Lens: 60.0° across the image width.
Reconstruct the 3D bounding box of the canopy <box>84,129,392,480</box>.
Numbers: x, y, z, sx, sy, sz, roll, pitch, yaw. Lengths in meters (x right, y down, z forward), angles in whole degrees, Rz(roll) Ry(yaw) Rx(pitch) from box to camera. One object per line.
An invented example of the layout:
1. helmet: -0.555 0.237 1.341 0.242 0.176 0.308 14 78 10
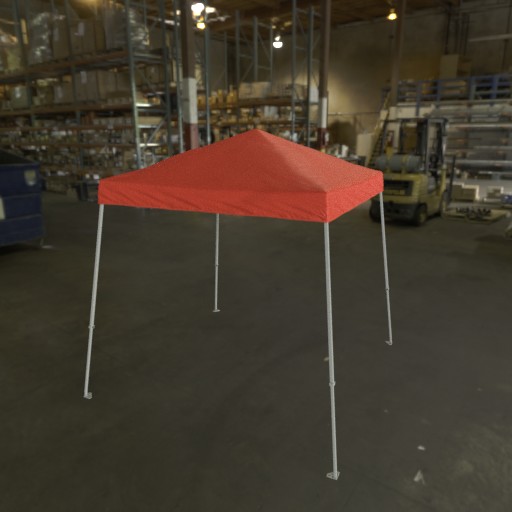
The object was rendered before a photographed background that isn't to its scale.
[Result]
1. canopy: 0.000 0.000 5.162 2.850 2.850 2.849 7 16 25
